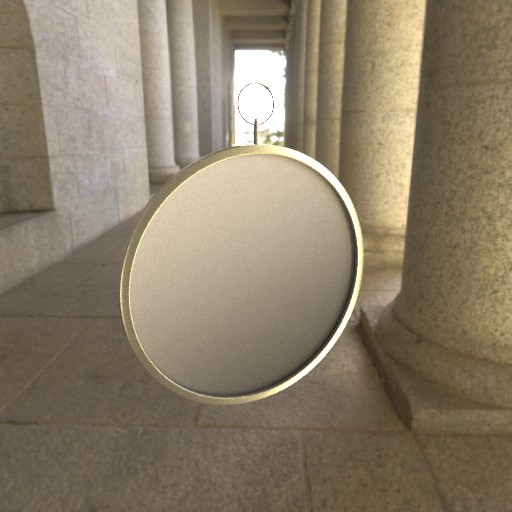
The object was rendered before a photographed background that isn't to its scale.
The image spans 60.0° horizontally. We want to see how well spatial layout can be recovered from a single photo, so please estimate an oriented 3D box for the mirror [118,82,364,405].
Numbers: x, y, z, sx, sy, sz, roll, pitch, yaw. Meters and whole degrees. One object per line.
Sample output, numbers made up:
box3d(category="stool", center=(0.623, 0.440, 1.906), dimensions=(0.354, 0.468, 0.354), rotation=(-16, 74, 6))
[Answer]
box3d(category="mirror", center=(0.000, 0.000, 0.970), dimensions=(0.594, 0.713, 0.020), rotation=(-8, 18, -26))
